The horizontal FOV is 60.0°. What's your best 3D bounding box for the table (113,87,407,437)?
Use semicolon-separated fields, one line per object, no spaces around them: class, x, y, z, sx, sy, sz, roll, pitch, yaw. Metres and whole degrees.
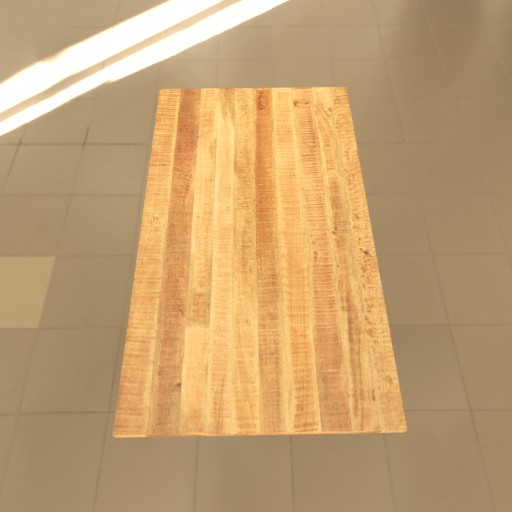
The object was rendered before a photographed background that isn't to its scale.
table;0.000;0.000;1.669;0.760;0.455;1.320;-1;60;0
